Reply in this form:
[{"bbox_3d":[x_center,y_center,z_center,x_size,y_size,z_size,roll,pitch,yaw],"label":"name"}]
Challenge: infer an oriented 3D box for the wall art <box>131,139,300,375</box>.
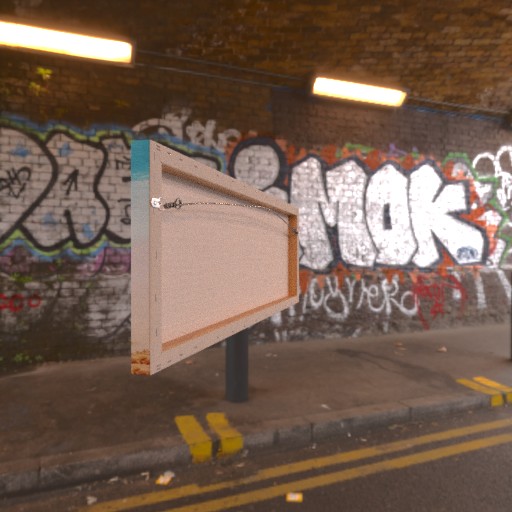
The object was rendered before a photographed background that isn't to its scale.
[{"bbox_3d":[0.000,0.000,0.836,0.044,0.254,0.759,0,0,18],"label":"wall art"}]
